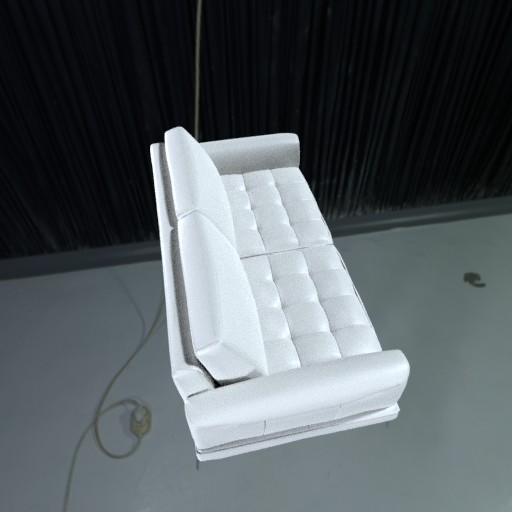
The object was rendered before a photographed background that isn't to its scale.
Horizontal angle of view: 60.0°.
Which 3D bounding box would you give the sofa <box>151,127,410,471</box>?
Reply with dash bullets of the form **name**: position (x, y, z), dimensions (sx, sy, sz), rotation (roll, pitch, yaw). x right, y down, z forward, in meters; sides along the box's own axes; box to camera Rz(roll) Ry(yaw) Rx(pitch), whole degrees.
- **sofa**: position (0.000, 0.000, 2.798), dimensions (1.121, 0.930, 2.177), rotation (-9, 49, -8)
